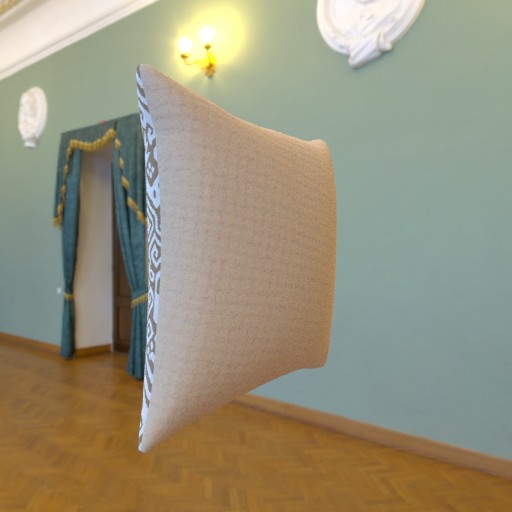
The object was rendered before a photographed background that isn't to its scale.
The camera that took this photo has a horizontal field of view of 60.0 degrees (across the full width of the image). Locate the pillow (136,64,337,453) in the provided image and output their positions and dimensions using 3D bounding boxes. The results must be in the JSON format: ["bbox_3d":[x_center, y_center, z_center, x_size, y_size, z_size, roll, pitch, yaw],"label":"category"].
[{"bbox_3d":[0.000,0.000,0.631,0.173,0.407,0.419,1,1,36],"label":"pillow"}]
